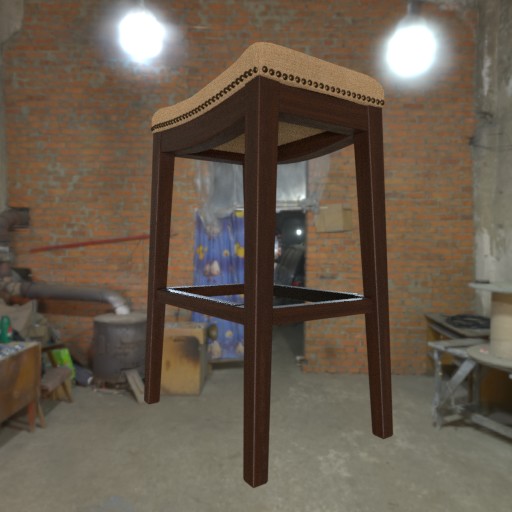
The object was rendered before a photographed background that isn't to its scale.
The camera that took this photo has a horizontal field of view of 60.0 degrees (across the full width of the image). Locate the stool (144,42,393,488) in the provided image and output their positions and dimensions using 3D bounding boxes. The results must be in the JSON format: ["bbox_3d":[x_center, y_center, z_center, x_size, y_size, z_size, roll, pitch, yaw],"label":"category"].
[{"bbox_3d":[0.000,0.000,1.044,0.363,0.768,0.509,-1,2,-35],"label":"stool"}]
